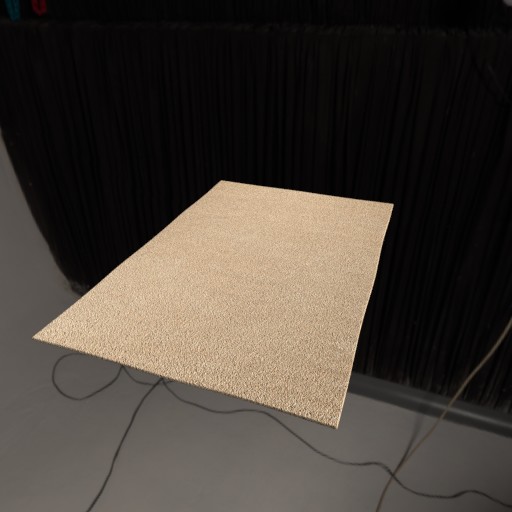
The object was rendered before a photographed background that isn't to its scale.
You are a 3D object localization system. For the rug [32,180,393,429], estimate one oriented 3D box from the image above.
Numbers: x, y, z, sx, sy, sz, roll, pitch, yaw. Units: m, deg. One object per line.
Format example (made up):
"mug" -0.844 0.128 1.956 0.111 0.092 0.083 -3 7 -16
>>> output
"rug" 0.000 0.000 3.419 1.800 0.025 2.699 11 32 17
